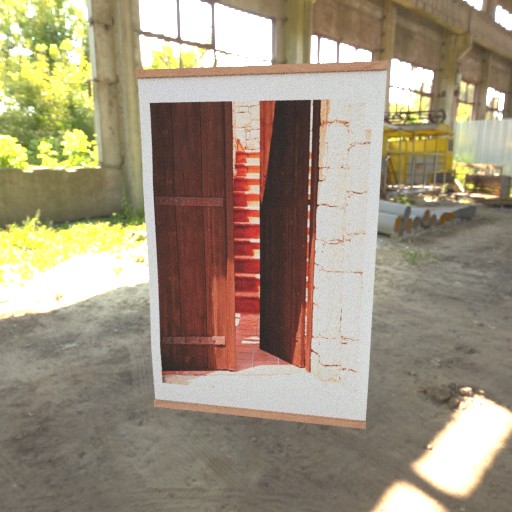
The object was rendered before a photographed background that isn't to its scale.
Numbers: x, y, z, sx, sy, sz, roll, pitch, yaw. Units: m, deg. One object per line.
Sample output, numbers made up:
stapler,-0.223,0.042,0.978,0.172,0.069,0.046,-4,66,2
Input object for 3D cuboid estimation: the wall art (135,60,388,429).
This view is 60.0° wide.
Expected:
wall art,0.000,0.000,0.635,0.332,0.508,0.012,2,13,10
